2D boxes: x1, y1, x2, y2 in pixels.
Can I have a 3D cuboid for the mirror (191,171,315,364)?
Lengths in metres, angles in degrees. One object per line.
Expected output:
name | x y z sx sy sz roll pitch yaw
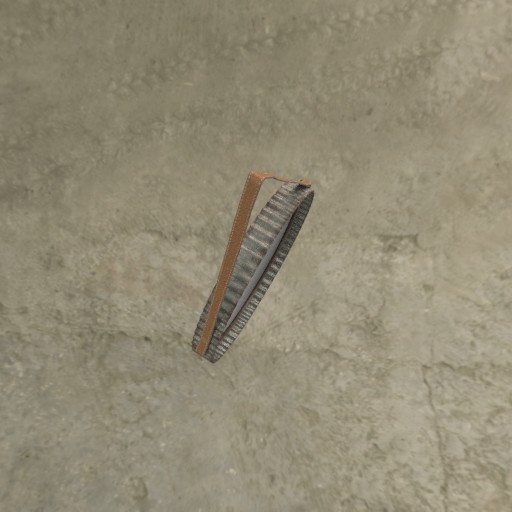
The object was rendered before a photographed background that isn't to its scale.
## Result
mirror | 0.000 0.000 0.706 0.042 0.568 0.355 30 76 8
